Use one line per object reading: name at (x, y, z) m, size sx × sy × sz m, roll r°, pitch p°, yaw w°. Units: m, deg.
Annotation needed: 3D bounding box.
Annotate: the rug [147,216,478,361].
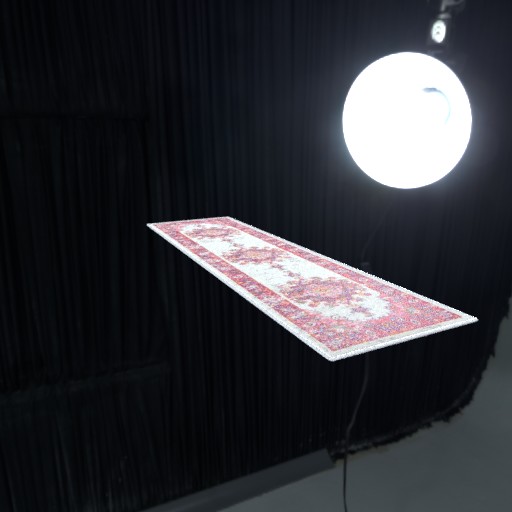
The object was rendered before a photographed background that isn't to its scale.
rug at (0.000, 0.000, 2.459) m, size 0.666 × 0.011 × 2.294 m, roll -8°, pitch 17°, yaw -26°
